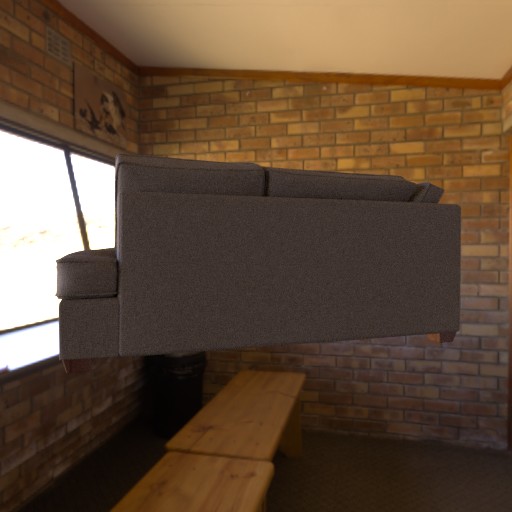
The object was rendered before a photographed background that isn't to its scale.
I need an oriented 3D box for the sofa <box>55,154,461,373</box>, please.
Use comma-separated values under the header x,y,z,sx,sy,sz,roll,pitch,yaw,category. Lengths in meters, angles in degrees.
x,y,z,sx,sy,sz,roll,pitch,yaw,category
0.000,0.000,2.802,2.237,1.033,1.110,0,1,-18,sofa
